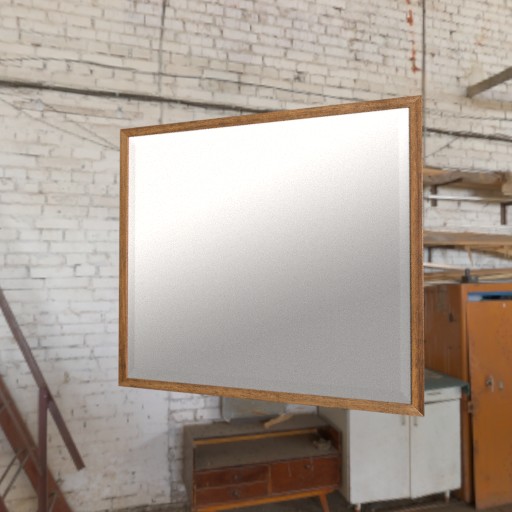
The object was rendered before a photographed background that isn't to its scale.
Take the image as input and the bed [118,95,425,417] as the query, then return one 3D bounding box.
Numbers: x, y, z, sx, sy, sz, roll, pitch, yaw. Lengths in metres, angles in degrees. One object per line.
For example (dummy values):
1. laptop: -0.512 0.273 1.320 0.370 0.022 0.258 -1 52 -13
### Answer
1. bed: 0.000 0.000 1.476 1.041 0.940 0.043 0 -1 18
